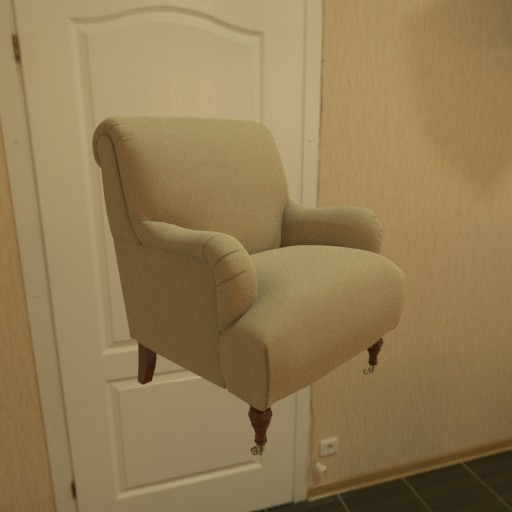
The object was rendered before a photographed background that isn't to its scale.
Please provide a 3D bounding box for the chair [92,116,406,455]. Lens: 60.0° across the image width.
[{"bbox_3d":[0.000,0.000,1.544,0.842,0.942,0.766,14,20,42],"label":"chair"}]
